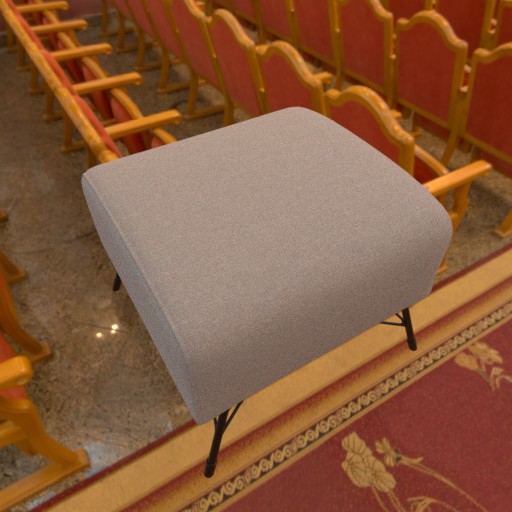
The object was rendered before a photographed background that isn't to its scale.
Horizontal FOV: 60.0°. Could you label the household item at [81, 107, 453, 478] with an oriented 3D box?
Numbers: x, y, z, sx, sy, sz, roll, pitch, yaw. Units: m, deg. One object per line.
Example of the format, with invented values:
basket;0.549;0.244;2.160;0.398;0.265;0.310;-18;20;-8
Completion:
household item;0.000;0.000;0.906;0.530;0.410;0.530;-23;50;-21
